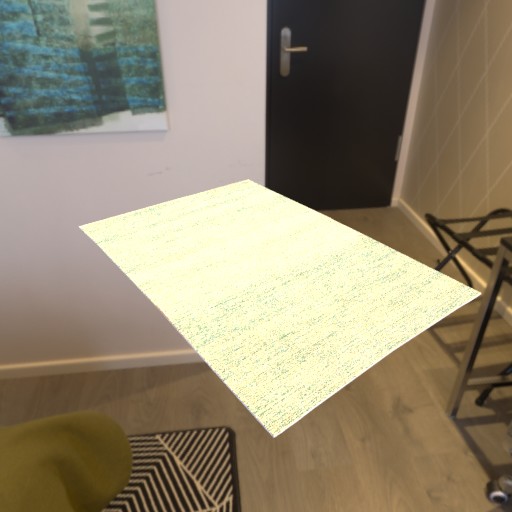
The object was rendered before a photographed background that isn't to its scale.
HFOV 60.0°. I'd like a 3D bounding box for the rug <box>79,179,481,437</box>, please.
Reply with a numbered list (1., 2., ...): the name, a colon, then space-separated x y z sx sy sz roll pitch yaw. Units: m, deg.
1. rug: 0.000 0.000 2.961 1.593 0.029 2.305 -22 37 -31
